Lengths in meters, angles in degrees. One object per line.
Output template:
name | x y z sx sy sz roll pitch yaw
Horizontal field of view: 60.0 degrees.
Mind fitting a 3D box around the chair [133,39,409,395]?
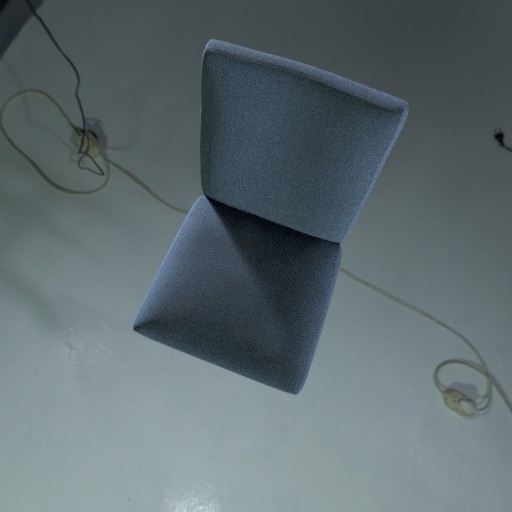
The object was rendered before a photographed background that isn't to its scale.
chair | 0.000 0.000 1.238 0.487 0.882 0.629 20 75 5
